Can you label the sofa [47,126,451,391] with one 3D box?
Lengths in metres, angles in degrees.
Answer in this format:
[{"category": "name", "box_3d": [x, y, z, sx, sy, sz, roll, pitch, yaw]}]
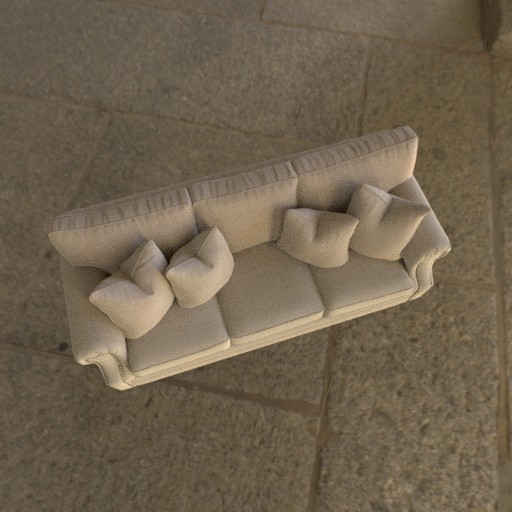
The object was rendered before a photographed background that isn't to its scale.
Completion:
[{"category": "sofa", "box_3d": [0.000, 0.000, 2.798, 2.312, 0.975, 0.965, -16, 66, -7]}]
